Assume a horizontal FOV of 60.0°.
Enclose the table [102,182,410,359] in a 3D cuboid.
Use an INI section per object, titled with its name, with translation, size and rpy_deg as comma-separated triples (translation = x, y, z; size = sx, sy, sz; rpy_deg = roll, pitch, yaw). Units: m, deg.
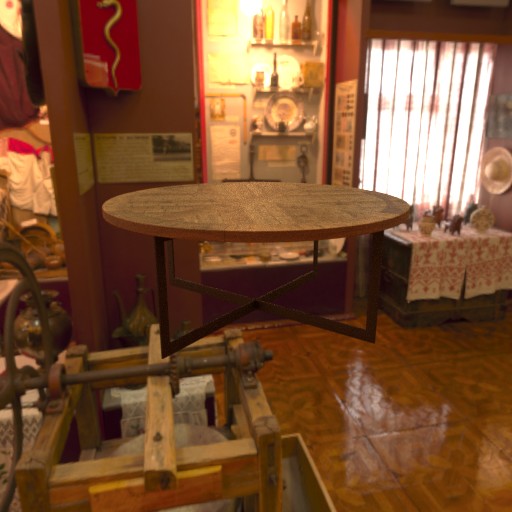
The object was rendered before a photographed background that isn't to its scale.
[table]
translation = 0.000, 0.000, 1.989
size = 1.264, 0.516, 1.264
rpy_deg = 0, 16, 0
